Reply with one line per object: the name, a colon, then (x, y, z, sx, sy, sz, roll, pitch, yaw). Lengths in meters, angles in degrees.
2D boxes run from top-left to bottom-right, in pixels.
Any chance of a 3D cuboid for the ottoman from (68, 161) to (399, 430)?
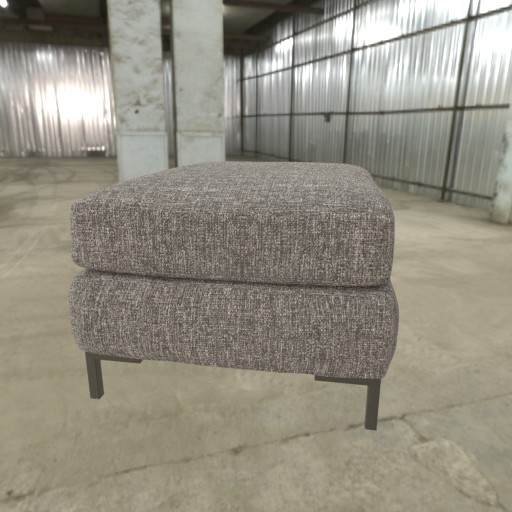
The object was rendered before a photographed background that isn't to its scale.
ottoman: (0.000, 0.000, 1.214, 0.683, 0.480, 0.828, 3, 16, 10)
